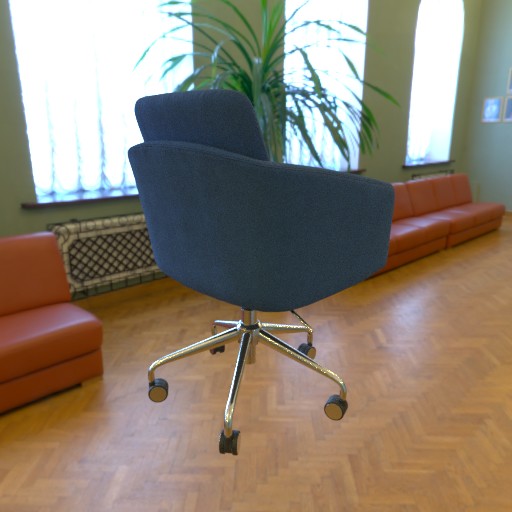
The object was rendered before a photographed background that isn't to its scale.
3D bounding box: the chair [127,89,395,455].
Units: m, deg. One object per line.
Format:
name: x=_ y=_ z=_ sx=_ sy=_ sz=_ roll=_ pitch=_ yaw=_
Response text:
chair: x=0.000 y=0.000 z=1.352 sx=0.635 sy=0.908 sz=0.641 roll=-15 pitch=21 yaw=-43
